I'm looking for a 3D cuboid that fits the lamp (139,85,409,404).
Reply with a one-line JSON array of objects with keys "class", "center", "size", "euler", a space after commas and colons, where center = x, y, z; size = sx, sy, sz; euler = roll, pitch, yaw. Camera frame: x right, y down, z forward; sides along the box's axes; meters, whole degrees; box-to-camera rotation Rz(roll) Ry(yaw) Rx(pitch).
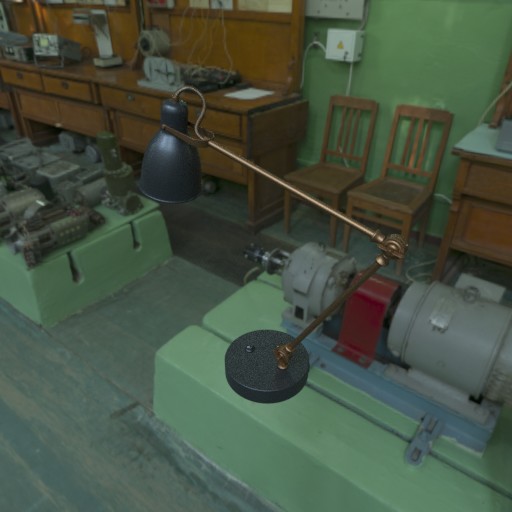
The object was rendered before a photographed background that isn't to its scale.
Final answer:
[{"class": "lamp", "center": [0.000, 0.000, 0.858], "size": [0.561, 0.587, 0.187], "euler": [21, 38, 30]}]
